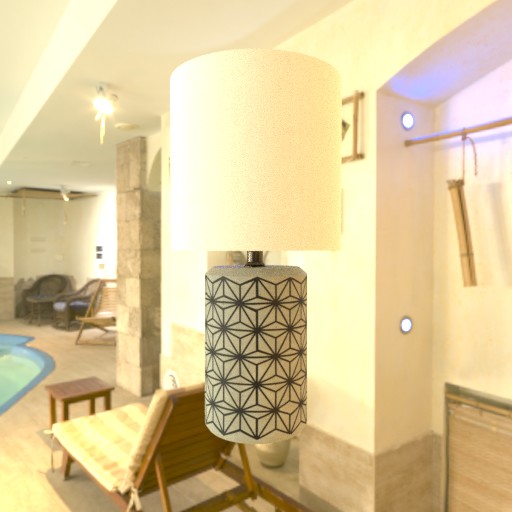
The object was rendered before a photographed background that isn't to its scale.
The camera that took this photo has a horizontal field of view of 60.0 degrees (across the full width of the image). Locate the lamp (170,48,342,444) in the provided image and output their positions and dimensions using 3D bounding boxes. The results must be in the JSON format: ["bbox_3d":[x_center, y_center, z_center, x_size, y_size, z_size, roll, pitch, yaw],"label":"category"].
[{"bbox_3d":[0.000,0.000,0.547,0.206,0.416,0.206,-1,1,-37],"label":"lamp"}]
